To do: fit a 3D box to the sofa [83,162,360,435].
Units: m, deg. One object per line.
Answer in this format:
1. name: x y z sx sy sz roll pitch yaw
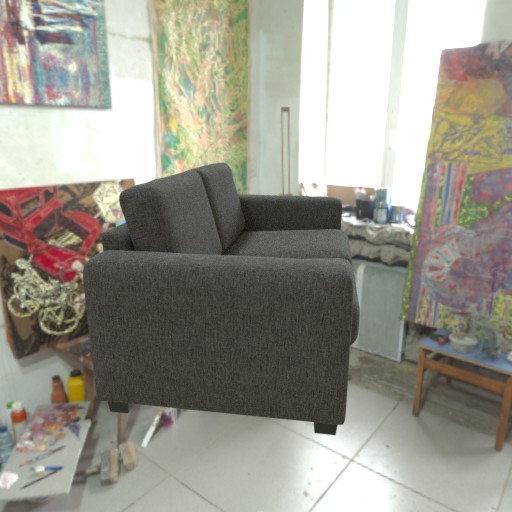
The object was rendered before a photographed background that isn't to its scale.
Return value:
1. sofa: 0.000 0.000 2.090 0.900 0.800 1.520 3 16 9
